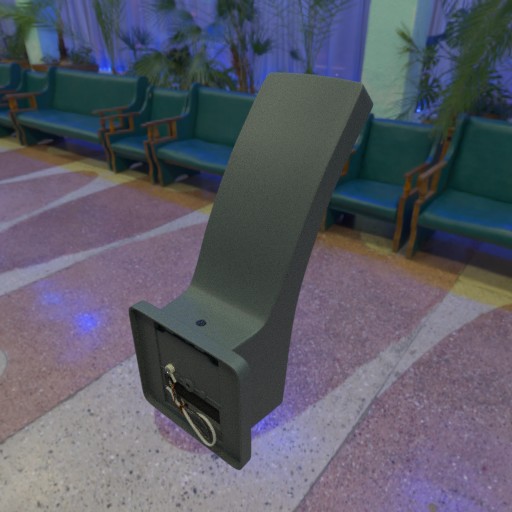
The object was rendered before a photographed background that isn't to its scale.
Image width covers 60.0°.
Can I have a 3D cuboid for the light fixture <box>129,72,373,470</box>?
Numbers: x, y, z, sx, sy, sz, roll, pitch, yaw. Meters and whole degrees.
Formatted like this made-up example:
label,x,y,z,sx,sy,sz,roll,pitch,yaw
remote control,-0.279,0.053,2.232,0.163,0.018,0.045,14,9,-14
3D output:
label,x,y,z,sx,sy,sz,roll,pitch,yaw
light fixture,0.000,0.000,0.336,0.108,0.243,0.174,22,37,33
